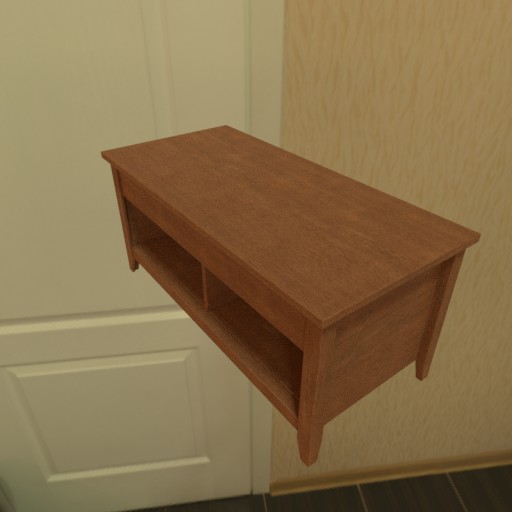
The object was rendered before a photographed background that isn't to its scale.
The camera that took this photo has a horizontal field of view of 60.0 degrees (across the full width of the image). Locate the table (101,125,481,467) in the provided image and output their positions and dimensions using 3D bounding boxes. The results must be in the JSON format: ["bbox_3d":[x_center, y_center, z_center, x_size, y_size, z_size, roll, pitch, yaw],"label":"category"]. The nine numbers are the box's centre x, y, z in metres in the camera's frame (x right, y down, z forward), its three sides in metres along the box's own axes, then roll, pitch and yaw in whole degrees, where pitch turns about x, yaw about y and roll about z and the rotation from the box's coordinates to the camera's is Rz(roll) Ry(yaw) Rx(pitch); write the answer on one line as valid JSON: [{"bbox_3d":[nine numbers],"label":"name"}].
[{"bbox_3d":[0.000,0.000,1.321,0.483,0.457,1.016,-22,39,-30],"label":"table"}]
